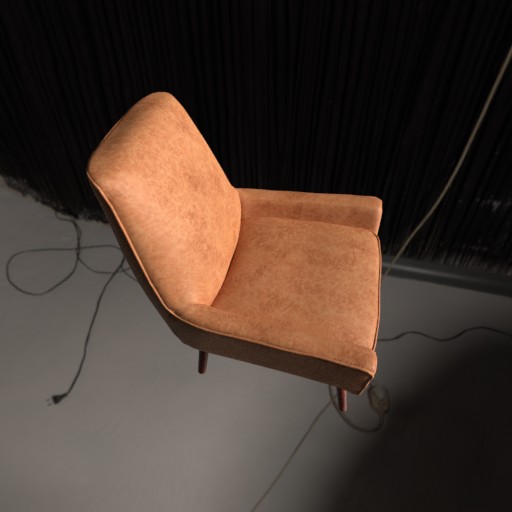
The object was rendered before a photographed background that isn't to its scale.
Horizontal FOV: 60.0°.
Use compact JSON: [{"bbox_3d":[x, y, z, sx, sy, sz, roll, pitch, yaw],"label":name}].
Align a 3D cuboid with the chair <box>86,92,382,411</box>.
[{"bbox_3d":[0.000,0.000,1.498,0.851,0.883,0.753,9,47,8],"label":"chair"}]
